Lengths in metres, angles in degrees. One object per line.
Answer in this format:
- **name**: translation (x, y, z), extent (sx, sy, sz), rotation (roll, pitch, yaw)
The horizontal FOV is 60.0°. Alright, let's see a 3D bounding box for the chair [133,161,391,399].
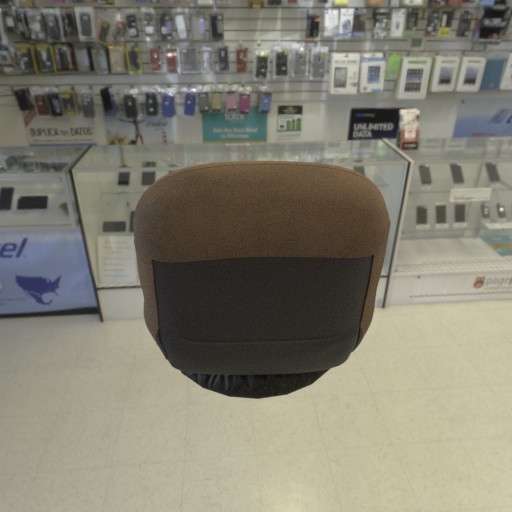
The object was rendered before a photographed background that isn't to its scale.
- **chair**: translation (0.000, 0.000, 1.035), extent (0.521, 0.594, 0.597), rotation (-1, 29, -2)
